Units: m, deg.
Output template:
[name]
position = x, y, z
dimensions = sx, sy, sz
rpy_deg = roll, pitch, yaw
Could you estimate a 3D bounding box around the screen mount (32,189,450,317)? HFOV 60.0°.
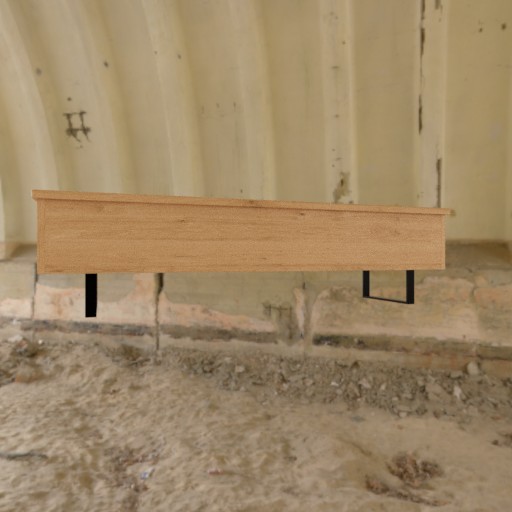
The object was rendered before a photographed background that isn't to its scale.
[screen mount]
position = 0.000, 0.000, 1.931
dimensions = 1.700, 0.430, 0.450
rpy_deg = 0, 0, -19
